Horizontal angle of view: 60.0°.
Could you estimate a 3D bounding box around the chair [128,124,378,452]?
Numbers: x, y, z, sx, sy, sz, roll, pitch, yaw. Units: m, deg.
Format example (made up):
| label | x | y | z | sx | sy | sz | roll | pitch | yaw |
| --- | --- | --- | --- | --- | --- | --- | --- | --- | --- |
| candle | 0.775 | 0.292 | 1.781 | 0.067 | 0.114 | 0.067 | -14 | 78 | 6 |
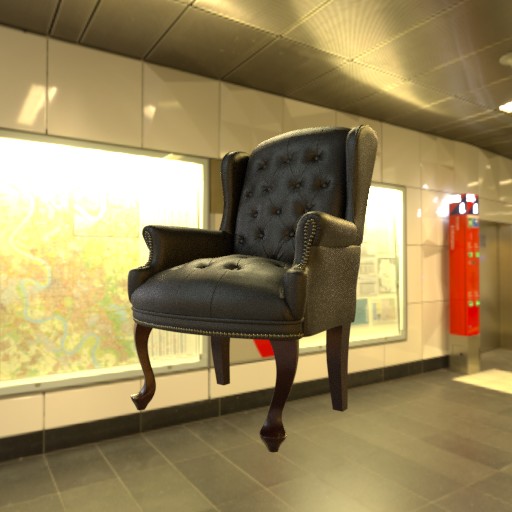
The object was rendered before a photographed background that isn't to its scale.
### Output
| label | x | y | z | sx | sy | sz | roll | pitch | yaw |
| --- | --- | --- | --- | --- | --- | --- | --- | --- | --- |
| chair | 0.000 | 0.000 | 1.714 | 0.831 | 1.133 | 0.822 | -1 | -1 | 37 |
